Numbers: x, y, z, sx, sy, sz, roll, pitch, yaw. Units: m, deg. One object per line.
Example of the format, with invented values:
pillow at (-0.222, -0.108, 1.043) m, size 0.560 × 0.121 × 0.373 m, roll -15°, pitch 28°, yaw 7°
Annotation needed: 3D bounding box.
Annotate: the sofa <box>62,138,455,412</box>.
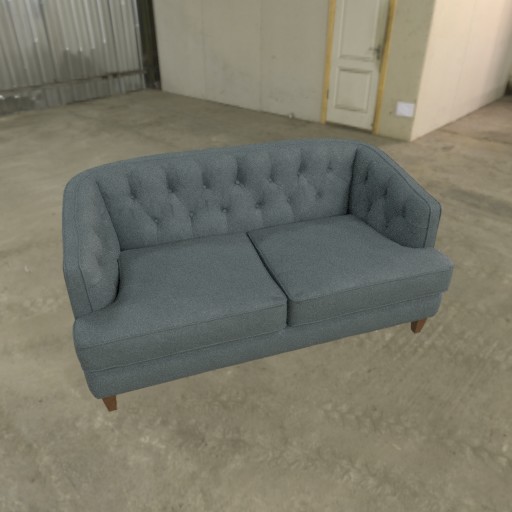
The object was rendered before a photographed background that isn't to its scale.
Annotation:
sofa at (0.000, 0.000, 2.237) m, size 1.733 × 0.855 × 0.941 m, roll -10°, pitch 34°, yaw -16°
